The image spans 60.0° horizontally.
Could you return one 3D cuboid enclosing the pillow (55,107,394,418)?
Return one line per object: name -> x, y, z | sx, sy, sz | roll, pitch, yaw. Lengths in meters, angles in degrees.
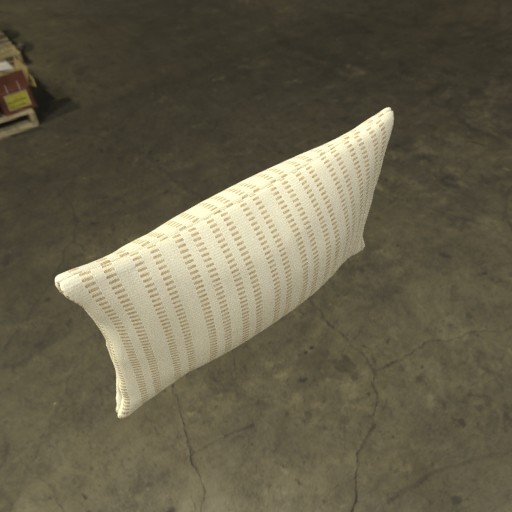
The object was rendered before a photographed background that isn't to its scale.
pillow -> 0.000, 0.000, 0.783 | 0.640, 0.353, 0.210 | -32, 54, -27
